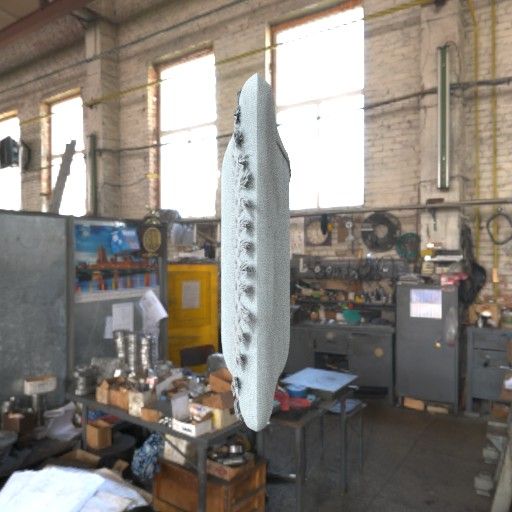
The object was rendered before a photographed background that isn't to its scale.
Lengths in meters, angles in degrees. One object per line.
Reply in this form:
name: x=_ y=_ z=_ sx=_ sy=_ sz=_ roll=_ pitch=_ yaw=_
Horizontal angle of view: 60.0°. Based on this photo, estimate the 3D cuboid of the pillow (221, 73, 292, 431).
pillow: x=0.000 y=0.000 z=0.591 sx=0.084 sy=0.305 sz=0.466 roll=0 pitch=0 yaw=0
